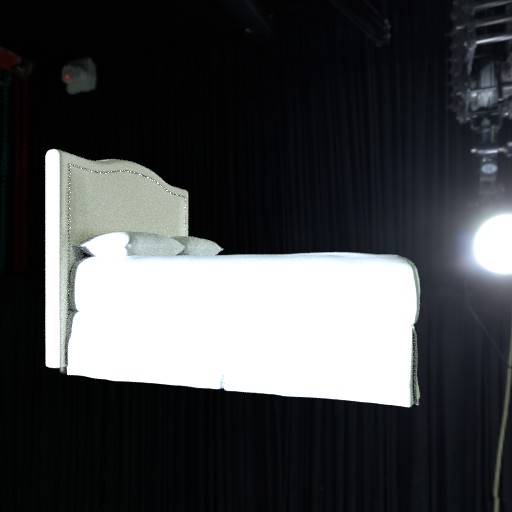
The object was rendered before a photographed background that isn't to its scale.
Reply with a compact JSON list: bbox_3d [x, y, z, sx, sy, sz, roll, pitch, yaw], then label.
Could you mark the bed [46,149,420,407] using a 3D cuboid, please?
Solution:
[{"bbox_3d":[0.000,0.000,3.186,2.143,1.460,1.753,0,0,17],"label":"bed"}]
